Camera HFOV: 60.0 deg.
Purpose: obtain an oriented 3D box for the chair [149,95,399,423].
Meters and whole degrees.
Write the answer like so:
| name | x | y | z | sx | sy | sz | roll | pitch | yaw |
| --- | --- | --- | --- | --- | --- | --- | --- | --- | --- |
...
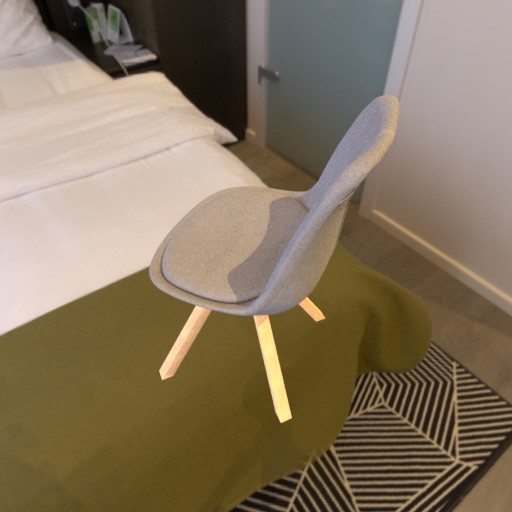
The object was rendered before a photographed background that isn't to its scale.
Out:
| name | x | y | z | sx | sy | sz | roll | pitch | yaw |
| --- | --- | --- | --- | --- | --- | --- | --- | --- | --- |
| chair | 0.000 | 0.000 | 1.181 | 0.549 | 0.863 | 0.474 | 16 | 47 | 15 |
